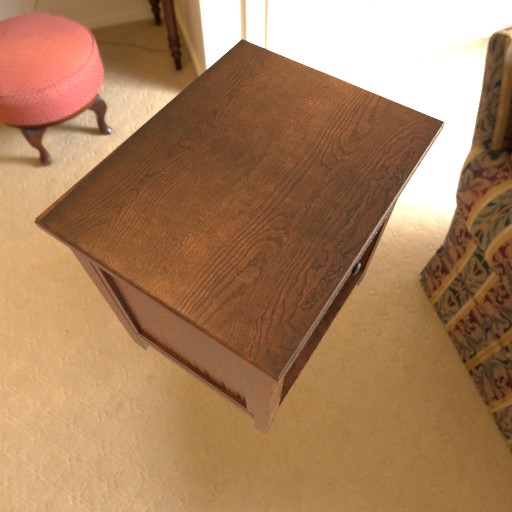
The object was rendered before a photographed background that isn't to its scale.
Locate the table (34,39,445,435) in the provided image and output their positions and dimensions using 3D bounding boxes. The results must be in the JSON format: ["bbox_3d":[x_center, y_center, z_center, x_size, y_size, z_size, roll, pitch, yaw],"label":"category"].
[{"bbox_3d":[0.000,0.000,1.018,0.461,0.597,0.586,30,63,17],"label":"table"}]
